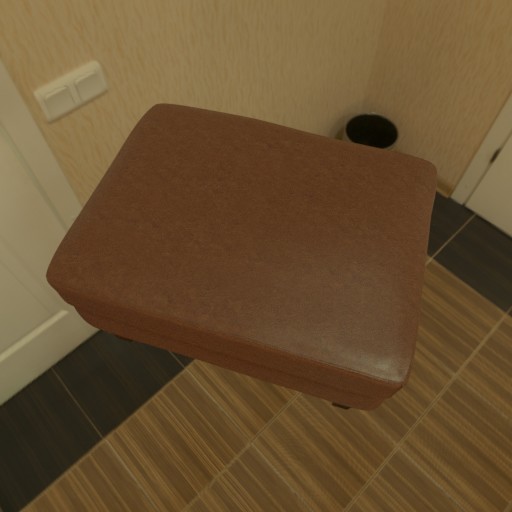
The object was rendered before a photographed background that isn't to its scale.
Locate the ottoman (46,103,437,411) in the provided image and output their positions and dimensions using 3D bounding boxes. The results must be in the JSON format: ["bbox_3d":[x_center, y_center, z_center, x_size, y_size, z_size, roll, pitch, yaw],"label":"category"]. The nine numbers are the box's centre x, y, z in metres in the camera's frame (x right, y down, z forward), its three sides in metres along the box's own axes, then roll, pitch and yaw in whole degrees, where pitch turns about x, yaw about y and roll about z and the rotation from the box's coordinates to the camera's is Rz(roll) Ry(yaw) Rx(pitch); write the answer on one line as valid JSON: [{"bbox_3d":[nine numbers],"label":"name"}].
[{"bbox_3d":[0.000,0.000,1.263,0.851,0.485,0.650,15,60,9],"label":"ottoman"}]
